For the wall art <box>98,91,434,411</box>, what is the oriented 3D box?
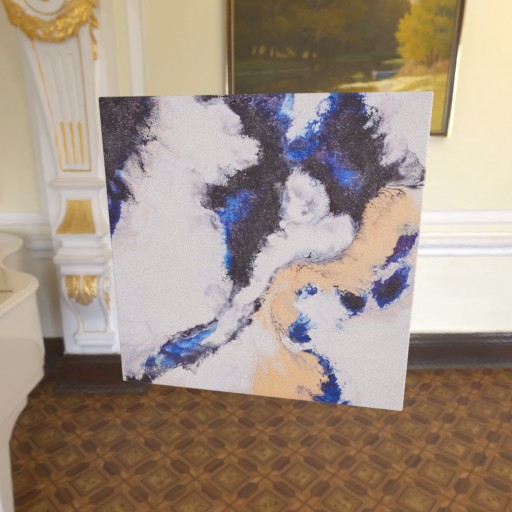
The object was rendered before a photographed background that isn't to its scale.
[{"bbox_3d":[0.000,0.000,0.888,0.609,0.609,0.039,3,15,11],"label":"wall art"}]
